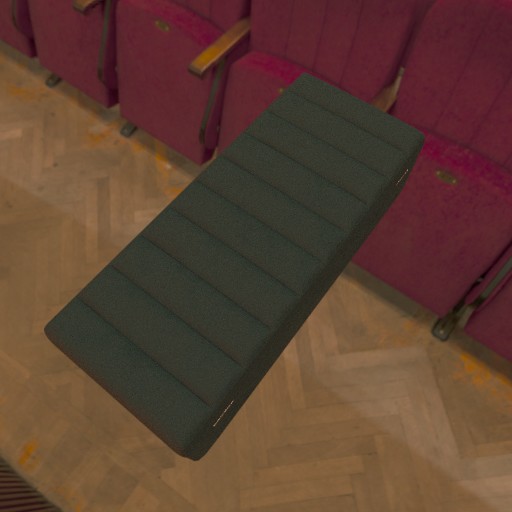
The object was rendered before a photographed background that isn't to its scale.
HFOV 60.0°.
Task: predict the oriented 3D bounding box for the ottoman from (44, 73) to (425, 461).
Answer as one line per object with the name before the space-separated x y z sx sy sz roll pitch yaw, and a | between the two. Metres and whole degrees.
ottoman | 0.000 0.000 1.409 0.482 0.469 1.151 34 68 16
